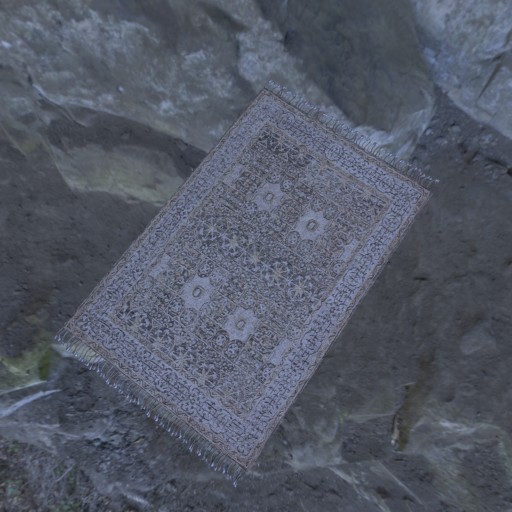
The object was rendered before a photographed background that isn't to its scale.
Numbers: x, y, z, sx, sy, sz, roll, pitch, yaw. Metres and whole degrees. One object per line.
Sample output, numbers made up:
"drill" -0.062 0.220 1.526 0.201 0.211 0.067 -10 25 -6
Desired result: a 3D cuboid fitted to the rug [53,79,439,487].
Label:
"rug" 0.000 0.000 2.496 1.237 0.010 2.029 35 77 9
